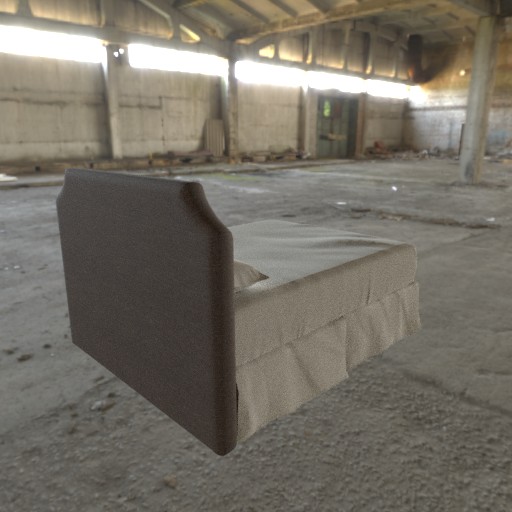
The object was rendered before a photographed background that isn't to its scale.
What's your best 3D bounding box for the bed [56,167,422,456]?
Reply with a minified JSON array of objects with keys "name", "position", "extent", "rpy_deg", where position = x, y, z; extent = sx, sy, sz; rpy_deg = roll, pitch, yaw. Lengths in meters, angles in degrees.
[{"name":"bed","position":[0.000,0.000,3.192],"extent":[2.116,1.290,1.693],"rpy_deg":[-15,21,-43]}]
